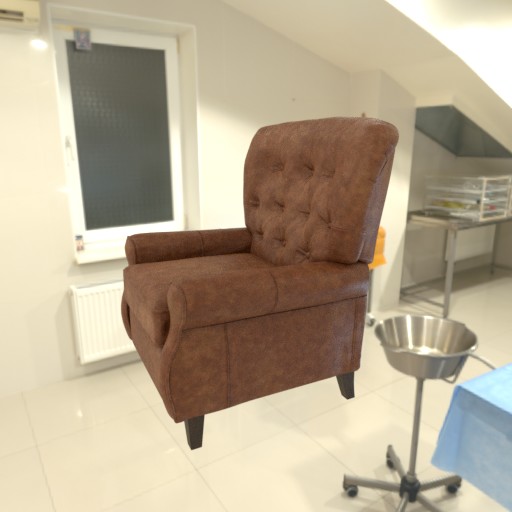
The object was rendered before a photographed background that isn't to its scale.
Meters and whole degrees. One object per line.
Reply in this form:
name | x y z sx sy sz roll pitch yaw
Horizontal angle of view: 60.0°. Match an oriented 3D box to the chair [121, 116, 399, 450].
chair | 0.000 0.000 1.919 1.059 1.164 0.951 -8 17 -26
